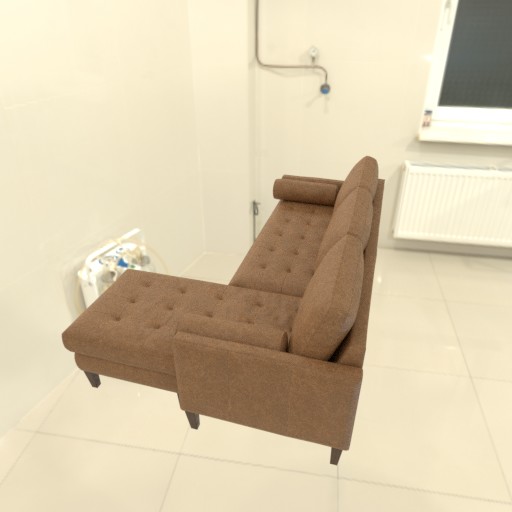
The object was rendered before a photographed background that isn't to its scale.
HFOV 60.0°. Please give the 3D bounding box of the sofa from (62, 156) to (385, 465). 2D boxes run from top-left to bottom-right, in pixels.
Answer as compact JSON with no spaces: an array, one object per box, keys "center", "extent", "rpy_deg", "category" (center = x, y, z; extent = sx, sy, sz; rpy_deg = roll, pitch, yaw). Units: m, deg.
[{"center":[0.000,0.000,2.905],"extent":[1.506,0.876,2.178],"rpy_deg":[8,32,14],"category":"sofa"}]
